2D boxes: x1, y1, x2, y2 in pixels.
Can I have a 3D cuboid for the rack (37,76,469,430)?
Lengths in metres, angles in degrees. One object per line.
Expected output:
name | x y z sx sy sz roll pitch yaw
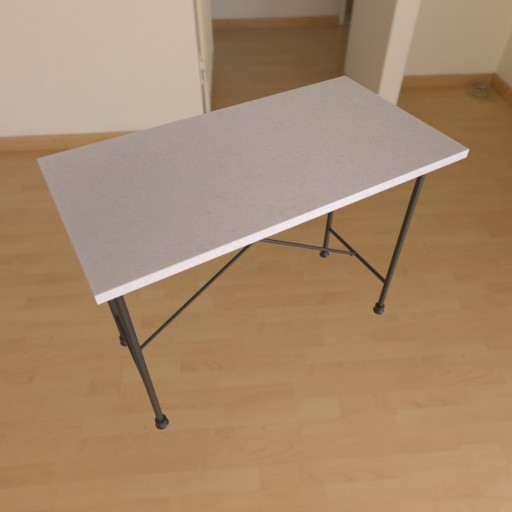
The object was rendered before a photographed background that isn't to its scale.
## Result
rack | 0.000 0.000 1.651 1.159 0.880 0.613 -22 50 -21
